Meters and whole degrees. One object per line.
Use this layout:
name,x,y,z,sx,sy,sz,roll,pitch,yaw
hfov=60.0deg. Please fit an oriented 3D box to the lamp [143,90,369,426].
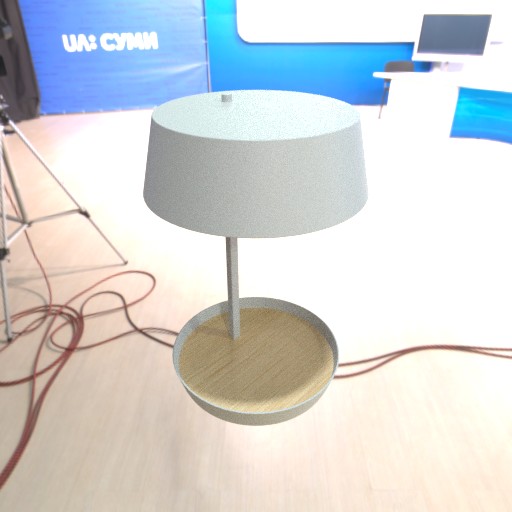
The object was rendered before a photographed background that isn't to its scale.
lamp,0.000,0.000,0.639,0.291,0.429,0.291,0,31,0
